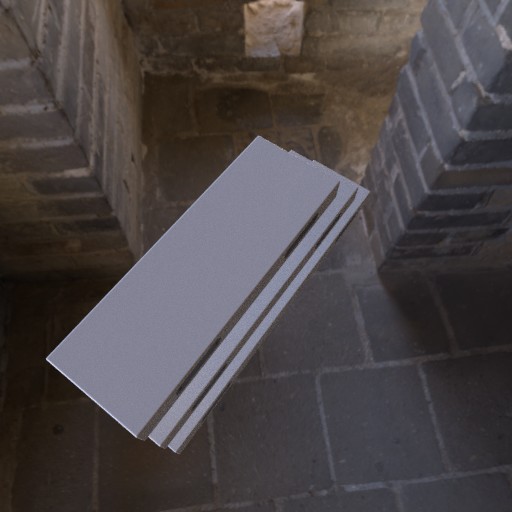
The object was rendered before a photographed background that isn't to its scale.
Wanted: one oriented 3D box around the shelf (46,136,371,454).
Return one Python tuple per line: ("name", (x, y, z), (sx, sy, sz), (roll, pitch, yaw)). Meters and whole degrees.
("shelf", (0.000, 0.000, 0.721), (0.140, 0.293, 0.610), (33, 68, 16))
